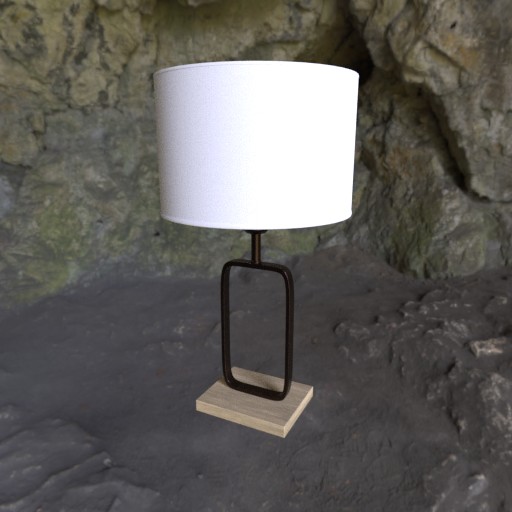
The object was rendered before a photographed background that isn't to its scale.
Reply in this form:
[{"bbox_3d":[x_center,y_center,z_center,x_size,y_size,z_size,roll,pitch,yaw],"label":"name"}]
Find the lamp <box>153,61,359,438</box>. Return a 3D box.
[{"bbox_3d":[0.000,0.000,0.678,0.279,0.508,0.279,7,16,26],"label":"lamp"}]
